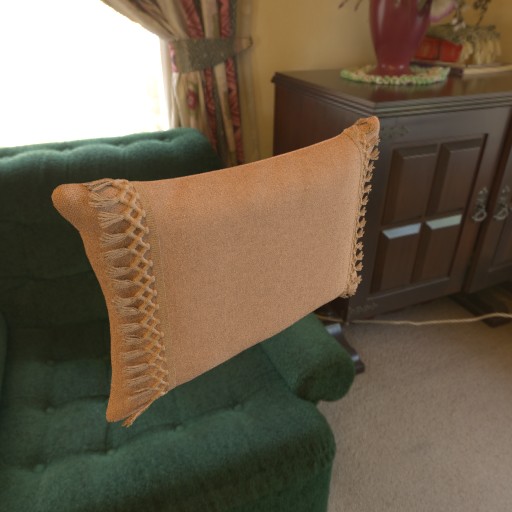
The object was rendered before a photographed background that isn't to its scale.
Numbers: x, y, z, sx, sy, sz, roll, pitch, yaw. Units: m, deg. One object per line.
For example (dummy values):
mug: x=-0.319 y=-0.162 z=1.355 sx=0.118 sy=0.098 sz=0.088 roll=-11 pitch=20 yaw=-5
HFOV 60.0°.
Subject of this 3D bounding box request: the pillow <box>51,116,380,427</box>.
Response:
pillow: x=0.000 y=0.000 z=0.589 sx=0.466 sy=0.305 sz=0.084 roll=-22 pitch=36 yaw=-34
